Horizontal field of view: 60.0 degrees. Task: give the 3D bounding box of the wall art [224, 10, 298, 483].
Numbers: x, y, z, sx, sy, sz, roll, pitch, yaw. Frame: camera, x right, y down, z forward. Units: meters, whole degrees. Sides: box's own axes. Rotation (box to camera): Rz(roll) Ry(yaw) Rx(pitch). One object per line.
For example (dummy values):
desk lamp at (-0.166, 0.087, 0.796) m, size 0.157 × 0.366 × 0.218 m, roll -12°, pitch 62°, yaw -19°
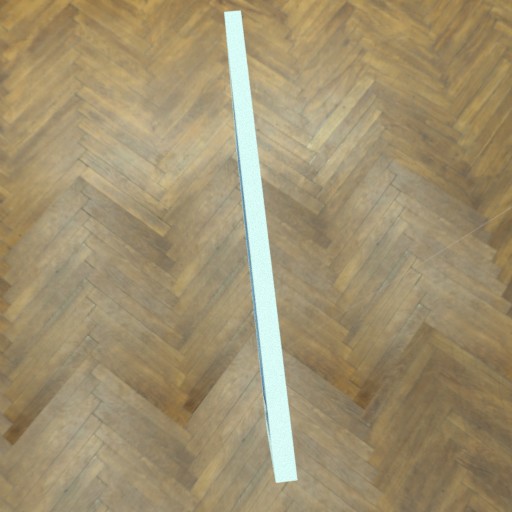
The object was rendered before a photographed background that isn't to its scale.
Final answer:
wall art at (0.000, 0.000, 1.619) m, size 0.051 × 0.902 × 1.308 m, roll -6°, pitch 76°, yaw -2°
